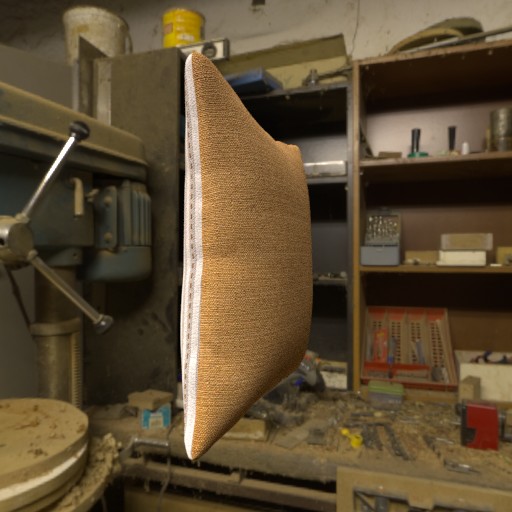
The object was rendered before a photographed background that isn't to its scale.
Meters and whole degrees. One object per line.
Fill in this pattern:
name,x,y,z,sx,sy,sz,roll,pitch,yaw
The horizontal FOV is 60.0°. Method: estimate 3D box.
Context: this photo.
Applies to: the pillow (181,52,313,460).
pillow,0.000,0.000,0.672,0.147,0.437,0.432,0,0,19
